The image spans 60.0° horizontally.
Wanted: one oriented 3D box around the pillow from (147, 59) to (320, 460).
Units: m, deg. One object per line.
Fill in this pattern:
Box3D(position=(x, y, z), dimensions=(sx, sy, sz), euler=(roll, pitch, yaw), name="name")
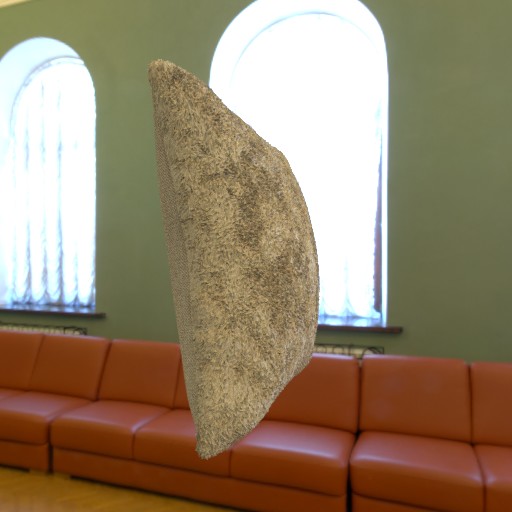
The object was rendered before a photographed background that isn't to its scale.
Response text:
Box3D(position=(0.000, 0.000, 0.801), dimensions=(0.218, 0.515, 0.529), euler=(0, 0, 18), name="pillow")
